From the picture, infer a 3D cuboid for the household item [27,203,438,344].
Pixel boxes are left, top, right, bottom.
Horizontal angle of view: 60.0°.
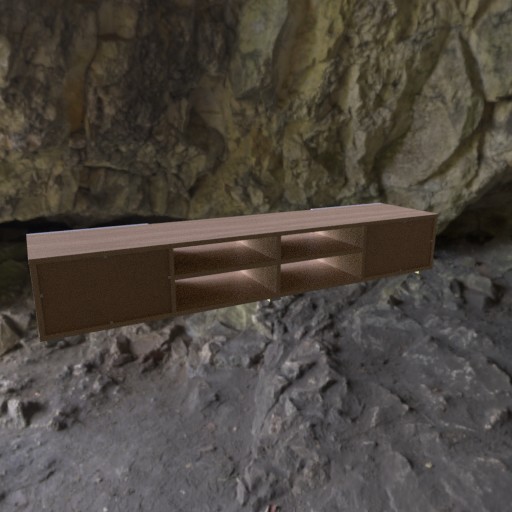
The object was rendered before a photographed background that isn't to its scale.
[{"bbox_3d":[0.000,0.000,2.044,1.850,0.310,0.420,-8,17,-26],"label":"household item"}]
